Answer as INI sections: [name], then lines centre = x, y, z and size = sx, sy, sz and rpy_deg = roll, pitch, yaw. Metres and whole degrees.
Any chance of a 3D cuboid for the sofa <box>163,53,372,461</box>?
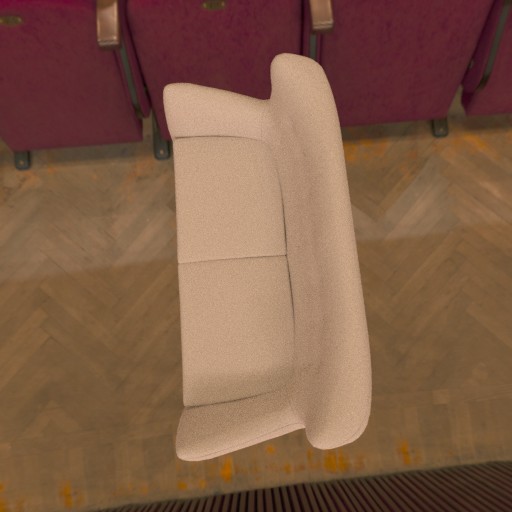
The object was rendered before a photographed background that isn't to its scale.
[sofa]
centre = 0.000, 0.000, 2.379
size = 0.899, 0.890, 1.930
rpy_deg = -4, 77, -1
